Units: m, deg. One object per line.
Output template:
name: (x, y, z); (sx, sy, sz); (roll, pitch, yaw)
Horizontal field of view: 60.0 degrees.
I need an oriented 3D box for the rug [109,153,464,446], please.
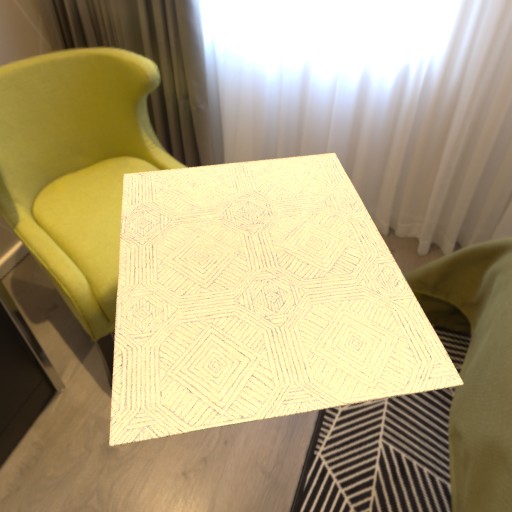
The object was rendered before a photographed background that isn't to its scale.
rug: (0.000, 0.000, 4.044); (2.457, 0.015, 3.049); (-7, 46, -7)
